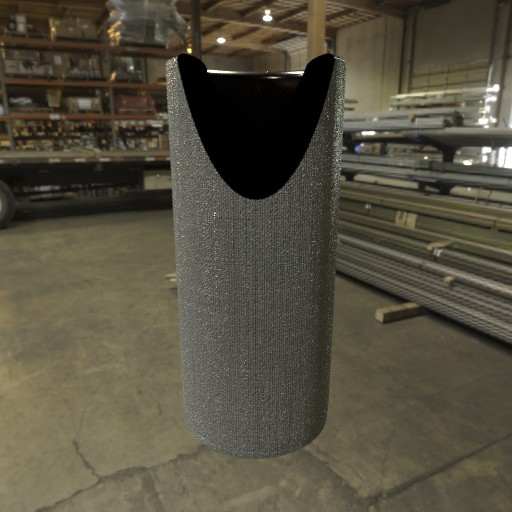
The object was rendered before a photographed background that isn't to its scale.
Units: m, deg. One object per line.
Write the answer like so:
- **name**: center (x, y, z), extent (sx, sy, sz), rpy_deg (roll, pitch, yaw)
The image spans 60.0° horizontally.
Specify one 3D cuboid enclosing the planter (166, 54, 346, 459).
- **planter**: center (0.000, 0.000, 0.127), extent (0.045, 0.103, 0.045), rpy_deg (-9, 18, -27)
